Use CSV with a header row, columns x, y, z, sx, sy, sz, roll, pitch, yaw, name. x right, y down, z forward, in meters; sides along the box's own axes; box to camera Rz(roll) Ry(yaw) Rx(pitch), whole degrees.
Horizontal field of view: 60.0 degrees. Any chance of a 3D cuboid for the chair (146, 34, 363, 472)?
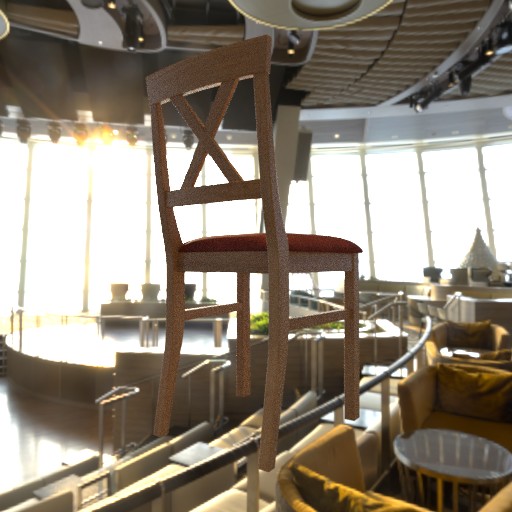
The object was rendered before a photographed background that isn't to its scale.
x,y,z,sx,sy,sz,roll,pitch,yaw,name
0.000,0.000,1.206,0.439,0.912,0.492,-1,-1,35,chair
